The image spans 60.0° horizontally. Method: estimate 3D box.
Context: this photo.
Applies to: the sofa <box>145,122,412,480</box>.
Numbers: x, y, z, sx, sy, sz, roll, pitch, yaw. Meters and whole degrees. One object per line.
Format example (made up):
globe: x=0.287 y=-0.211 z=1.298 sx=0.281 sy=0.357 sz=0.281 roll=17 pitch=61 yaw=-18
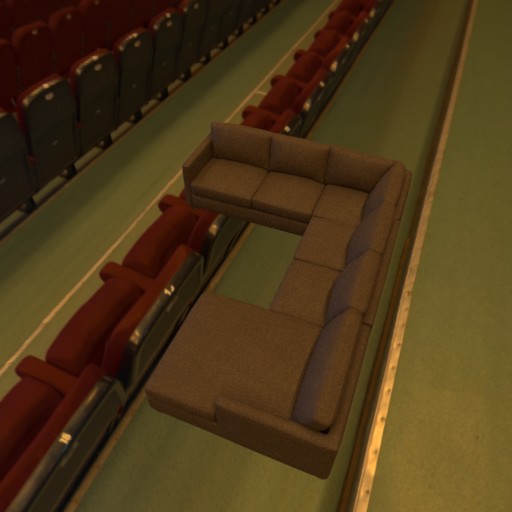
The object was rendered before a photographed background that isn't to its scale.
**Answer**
sofa: x=0.000 y=0.000 z=4.569 sx=2.594 sy=0.961 sz=3.460 roll=16 pitch=49 yaw=15
